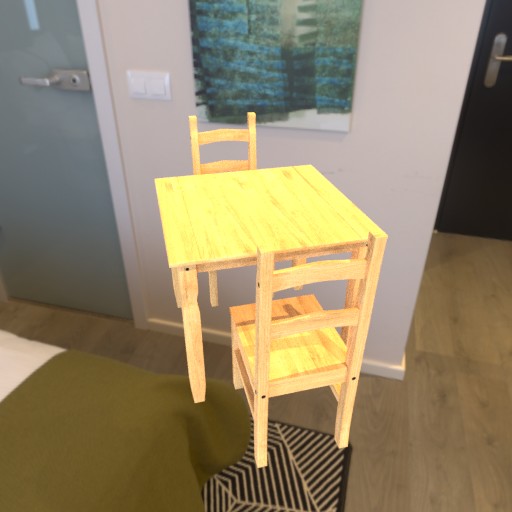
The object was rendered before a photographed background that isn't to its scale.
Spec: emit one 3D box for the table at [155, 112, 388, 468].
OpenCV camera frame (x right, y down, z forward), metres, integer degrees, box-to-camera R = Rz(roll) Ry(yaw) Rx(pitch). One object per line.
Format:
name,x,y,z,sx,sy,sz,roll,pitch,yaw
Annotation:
table,0.000,0.000,2.047,0.813,0.942,1.501,-8,32,-12
